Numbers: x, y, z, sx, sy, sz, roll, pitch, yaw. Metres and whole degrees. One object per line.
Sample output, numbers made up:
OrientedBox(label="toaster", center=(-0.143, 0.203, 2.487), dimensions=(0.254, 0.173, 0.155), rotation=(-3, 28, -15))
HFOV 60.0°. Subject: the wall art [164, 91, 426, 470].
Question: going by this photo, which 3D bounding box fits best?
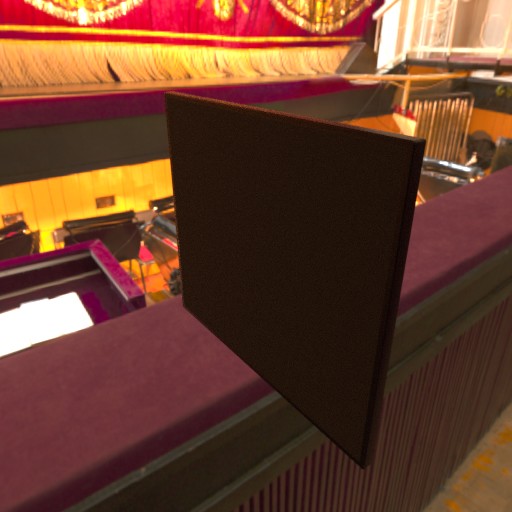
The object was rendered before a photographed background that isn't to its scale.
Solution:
OrientedBox(label="wall art", center=(0.000, 0.000, 0.705), dimensions=(0.018, 0.450, 0.521), rotation=(-18, 32, -33))
